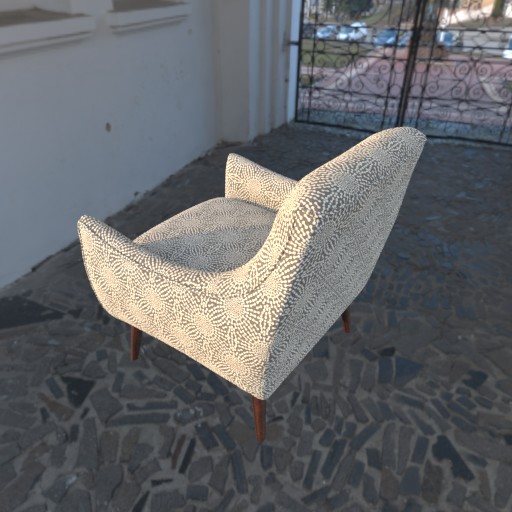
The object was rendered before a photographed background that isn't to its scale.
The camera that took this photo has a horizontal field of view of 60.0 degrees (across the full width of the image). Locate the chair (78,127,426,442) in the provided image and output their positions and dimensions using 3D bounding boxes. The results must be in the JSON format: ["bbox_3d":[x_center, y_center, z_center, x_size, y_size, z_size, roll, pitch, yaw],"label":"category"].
[{"bbox_3d":[0.000,0.000,1.436,0.787,0.838,0.762,21,38,30],"label":"chair"}]
